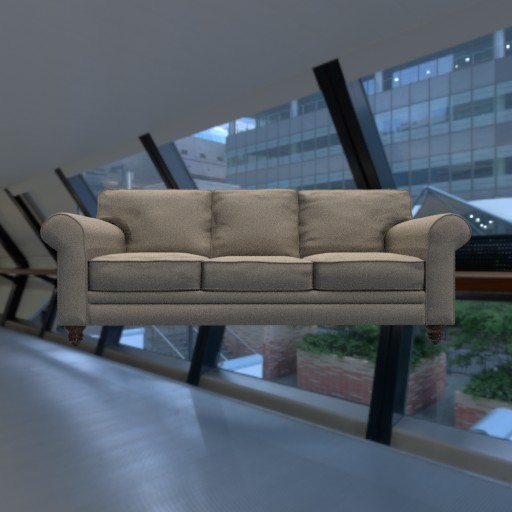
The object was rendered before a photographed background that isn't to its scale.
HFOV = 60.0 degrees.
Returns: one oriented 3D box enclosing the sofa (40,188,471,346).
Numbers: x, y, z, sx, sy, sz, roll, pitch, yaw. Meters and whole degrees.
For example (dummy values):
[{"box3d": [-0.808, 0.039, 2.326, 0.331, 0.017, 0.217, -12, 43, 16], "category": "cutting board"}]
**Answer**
[{"box3d": [0.000, 0.000, 2.619, 2.118, 0.889, 0.998, 0, 0, -1], "category": "sofa"}]
